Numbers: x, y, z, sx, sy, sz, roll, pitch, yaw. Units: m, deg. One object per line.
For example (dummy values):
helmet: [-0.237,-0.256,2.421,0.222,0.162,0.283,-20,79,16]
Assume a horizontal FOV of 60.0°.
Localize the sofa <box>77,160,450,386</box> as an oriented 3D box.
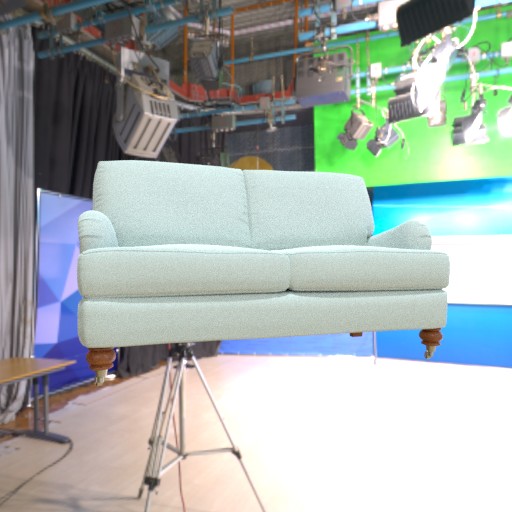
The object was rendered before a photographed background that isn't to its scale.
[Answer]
sofa: [0.000,0.000,2.507,1.853,1.101,1.084,0,0,-17]
